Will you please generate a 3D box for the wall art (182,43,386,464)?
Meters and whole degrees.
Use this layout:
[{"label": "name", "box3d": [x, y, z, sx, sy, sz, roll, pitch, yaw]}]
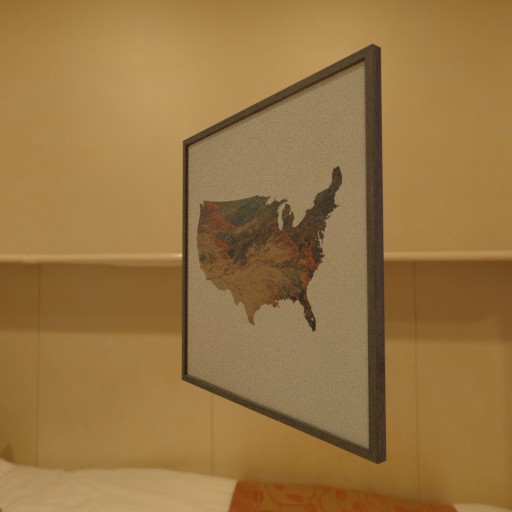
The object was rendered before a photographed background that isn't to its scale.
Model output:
[{"label": "wall art", "box3d": [0.000, 0.000, 0.741, 0.016, 0.507, 0.508, 1, -2, -36]}]
